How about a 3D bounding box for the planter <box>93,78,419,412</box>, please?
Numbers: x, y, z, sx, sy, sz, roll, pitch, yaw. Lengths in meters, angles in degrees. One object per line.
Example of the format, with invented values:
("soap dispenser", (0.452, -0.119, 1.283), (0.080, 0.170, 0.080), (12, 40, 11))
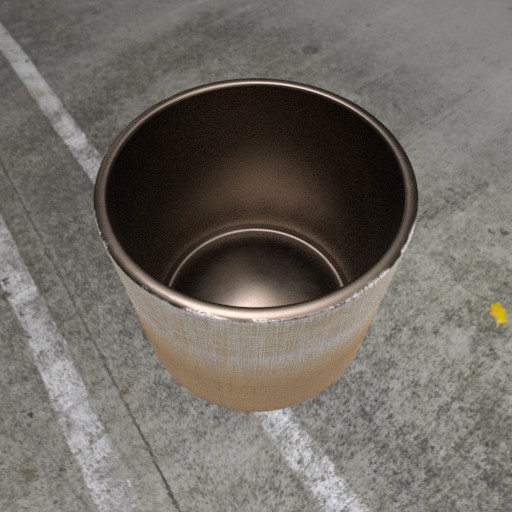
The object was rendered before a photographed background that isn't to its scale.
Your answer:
("planter", (0.000, 0.000, 0.382), (0.221, 0.201, 0.221), (0, 57, 0))
